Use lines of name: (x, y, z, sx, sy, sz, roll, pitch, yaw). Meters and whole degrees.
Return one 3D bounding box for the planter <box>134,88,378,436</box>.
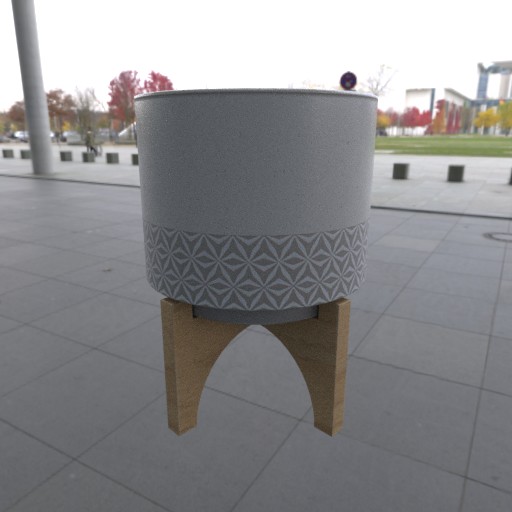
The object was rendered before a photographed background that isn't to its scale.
planter: (0.000, 0.000, 0.512, 0.249, 0.343, 0.249, 0, 16, 0)
